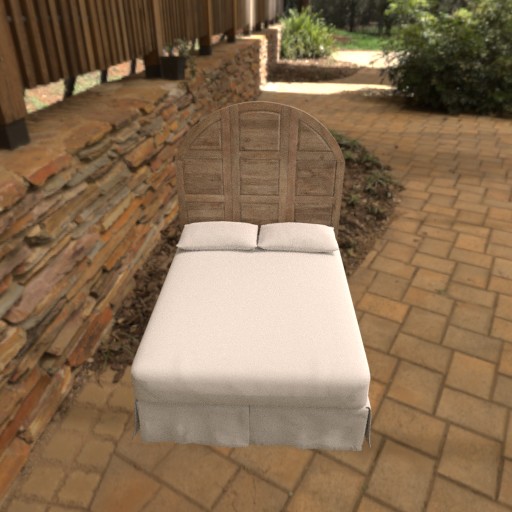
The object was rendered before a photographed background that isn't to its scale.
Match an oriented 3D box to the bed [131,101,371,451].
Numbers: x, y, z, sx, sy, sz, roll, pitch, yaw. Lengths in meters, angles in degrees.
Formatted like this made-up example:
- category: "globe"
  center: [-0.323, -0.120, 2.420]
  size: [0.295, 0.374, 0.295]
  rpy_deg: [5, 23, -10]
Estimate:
- category: "bed"
  center: [0.000, 0.000, 3.565]
  size: [1.713, 2.002, 2.112]
  rpy_deg: [1, 30, 2]
